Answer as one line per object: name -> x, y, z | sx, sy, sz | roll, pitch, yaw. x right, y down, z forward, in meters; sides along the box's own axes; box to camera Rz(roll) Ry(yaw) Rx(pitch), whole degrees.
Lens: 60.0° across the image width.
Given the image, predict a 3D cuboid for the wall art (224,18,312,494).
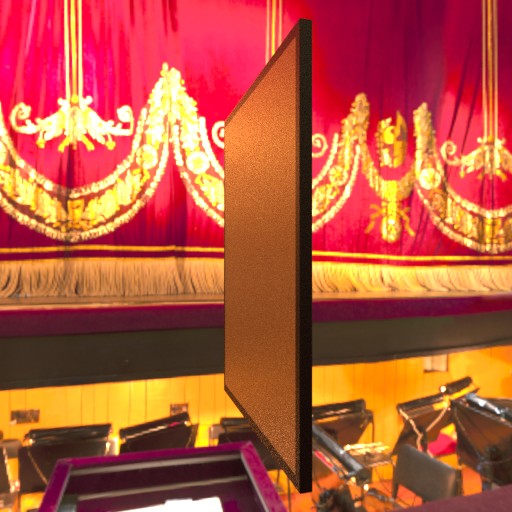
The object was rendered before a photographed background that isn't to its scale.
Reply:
wall art -> 0.000, 0.000, 1.332 | 0.030, 1.027, 0.774 | 0, 0, -16
